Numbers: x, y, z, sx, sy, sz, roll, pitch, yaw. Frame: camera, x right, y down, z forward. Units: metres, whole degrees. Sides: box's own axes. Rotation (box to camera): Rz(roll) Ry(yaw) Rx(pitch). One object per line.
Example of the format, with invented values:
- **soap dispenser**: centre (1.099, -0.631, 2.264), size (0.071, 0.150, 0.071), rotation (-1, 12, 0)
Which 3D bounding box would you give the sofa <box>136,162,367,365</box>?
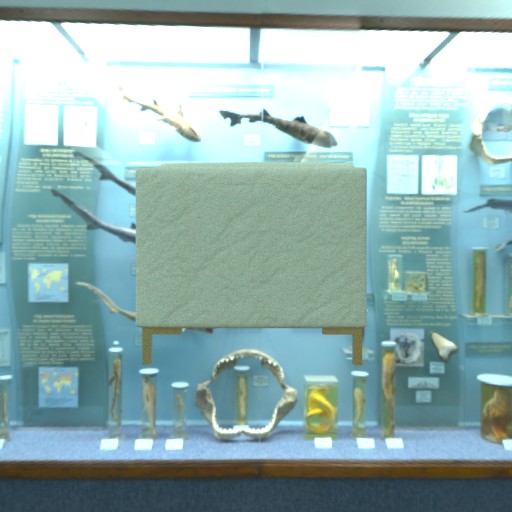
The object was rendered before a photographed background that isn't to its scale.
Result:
- **sofa**: centre (0.000, 0.000, 2.494), size (0.796, 0.705, 2.102), rotation (0, 1, 1)
